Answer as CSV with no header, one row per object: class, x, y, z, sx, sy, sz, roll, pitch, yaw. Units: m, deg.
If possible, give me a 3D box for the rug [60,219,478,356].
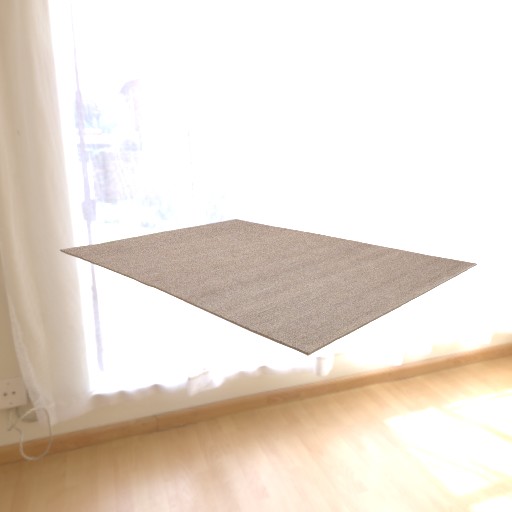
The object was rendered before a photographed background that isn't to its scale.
rug,0.000,0.000,4.277,2.467,0.046,3.245,-14,21,-43
